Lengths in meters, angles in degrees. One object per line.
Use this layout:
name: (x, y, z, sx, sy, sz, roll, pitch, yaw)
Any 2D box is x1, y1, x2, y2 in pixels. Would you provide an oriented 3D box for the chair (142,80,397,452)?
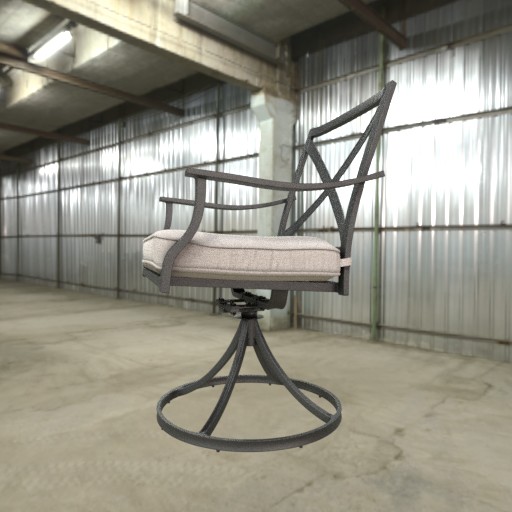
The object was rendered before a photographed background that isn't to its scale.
chair: (0.000, 0.000, 1.263, 0.620, 0.889, 0.575, 0, 1, -18)
